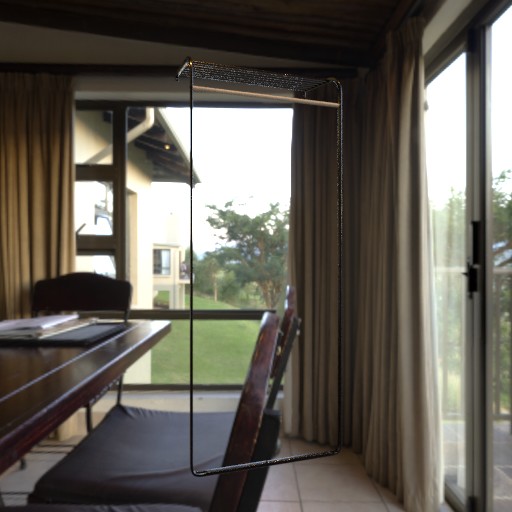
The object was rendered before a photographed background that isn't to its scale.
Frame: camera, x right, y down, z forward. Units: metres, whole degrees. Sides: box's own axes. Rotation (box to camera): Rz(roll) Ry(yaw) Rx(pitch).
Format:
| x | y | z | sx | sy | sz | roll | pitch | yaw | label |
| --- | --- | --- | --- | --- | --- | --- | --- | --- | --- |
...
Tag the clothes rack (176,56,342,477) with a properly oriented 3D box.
| x | y | z | sx | sy | sz | roll | pitch | yaw | label |
| --- | --- | --- | --- | --- | --- | --- | --- | --- | --- |
| 0.000 | 0.000 | 1.825 | 0.609 | 1.574 | 0.349 | 0 | 0 | -19 | clothes rack |
